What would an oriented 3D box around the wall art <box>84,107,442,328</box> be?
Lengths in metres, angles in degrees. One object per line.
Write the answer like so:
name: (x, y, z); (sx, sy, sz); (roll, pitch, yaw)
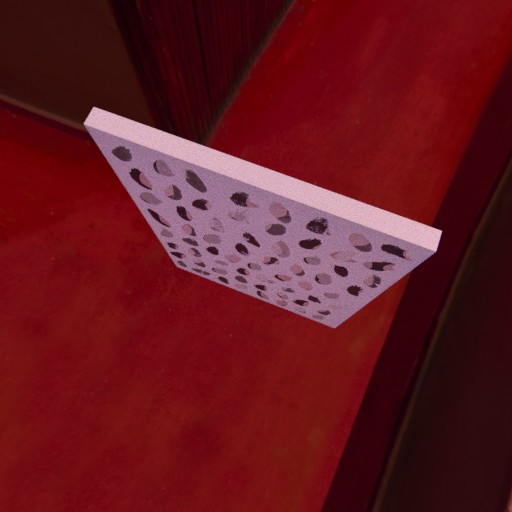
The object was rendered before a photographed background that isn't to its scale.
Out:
wall art: (0.000, 0.000, 1.156); (0.610, 0.916, 0.037); (21, 75, 6)
